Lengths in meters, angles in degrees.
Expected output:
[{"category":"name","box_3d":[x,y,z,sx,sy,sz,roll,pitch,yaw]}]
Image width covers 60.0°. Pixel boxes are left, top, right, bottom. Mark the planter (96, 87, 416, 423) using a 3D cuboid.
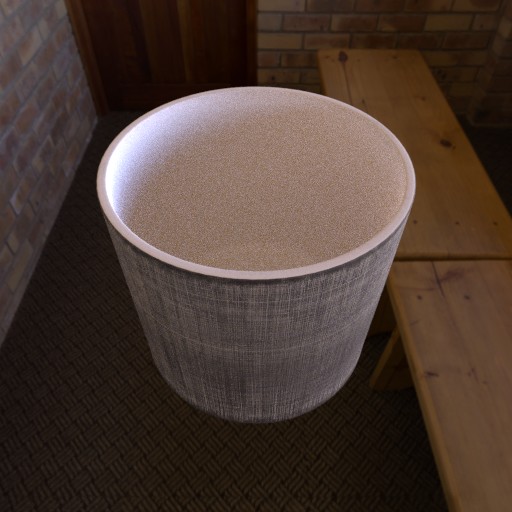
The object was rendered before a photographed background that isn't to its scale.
[{"category":"planter","box_3d":[0.000,0.000,0.389,0.221,0.201,0.221,0,47,0]}]
